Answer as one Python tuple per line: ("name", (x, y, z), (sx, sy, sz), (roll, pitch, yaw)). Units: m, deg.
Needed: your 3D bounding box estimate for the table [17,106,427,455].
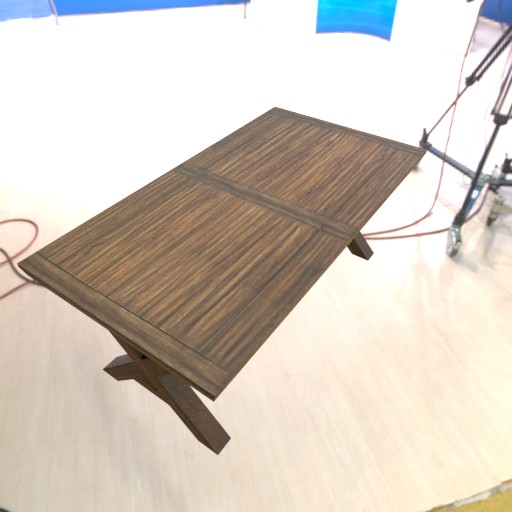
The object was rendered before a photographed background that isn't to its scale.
("table", (0.000, 0.000, 2.494), (1.071, 0.793, 1.966), (25, 47, 26))
